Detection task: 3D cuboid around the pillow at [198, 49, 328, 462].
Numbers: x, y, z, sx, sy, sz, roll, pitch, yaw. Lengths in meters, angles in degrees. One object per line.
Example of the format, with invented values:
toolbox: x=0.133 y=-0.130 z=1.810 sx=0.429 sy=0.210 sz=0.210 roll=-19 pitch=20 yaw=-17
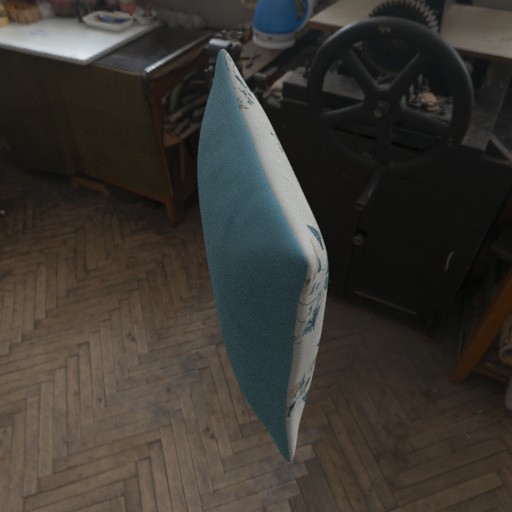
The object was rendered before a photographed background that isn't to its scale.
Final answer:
pillow: x=0.000 y=0.000 z=0.771 sx=0.166 sy=0.507 sz=0.526 roll=-9 pitch=46 yaw=-8
